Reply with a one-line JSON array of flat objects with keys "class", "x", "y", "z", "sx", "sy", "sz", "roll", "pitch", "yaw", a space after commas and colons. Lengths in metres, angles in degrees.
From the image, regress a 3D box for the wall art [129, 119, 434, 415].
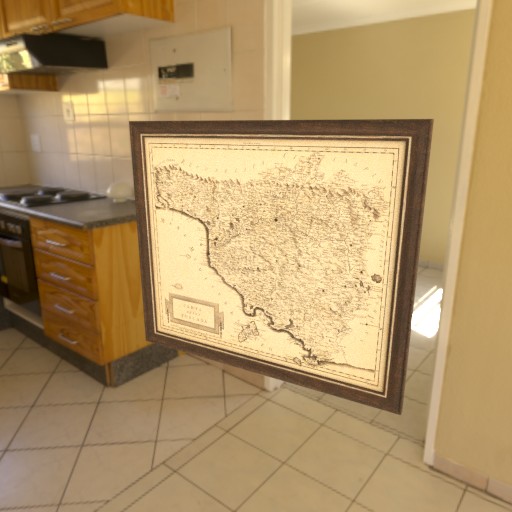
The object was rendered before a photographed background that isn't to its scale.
[{"class": "wall art", "x": 0.000, "y": 0.000, "z": 1.494, "sx": 1.033, "sy": 0.875, "sz": 0.023, "roll": 9, "pitch": 18, "yaw": 27}]
